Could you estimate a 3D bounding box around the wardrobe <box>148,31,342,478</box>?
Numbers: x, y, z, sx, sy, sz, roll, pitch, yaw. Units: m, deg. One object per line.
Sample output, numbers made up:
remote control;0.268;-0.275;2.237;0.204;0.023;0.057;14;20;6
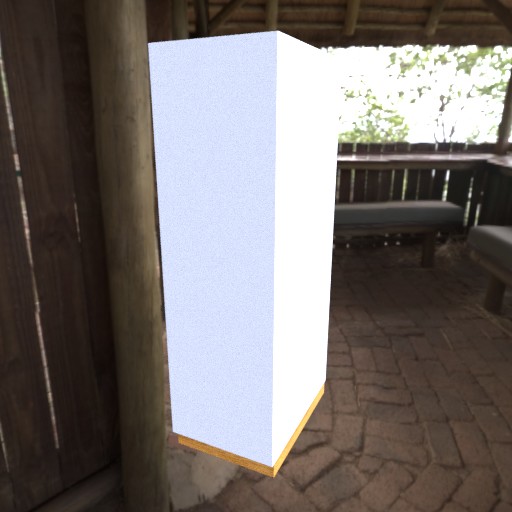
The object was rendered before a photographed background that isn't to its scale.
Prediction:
wardrobe;0.000;0.000;2.420;0.600;2.040;0.860;8;18;25
